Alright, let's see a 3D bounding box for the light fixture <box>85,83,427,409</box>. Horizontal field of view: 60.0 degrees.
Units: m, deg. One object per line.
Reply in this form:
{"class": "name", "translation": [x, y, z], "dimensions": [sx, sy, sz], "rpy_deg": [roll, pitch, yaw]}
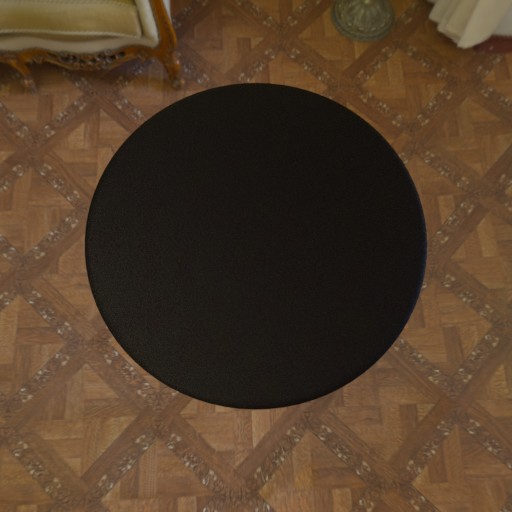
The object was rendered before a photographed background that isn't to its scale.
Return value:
{"class": "light fixture", "translation": [0.000, 0.000, 0.614], "dimensions": [0.389, 0.229, 0.389], "rpy_deg": [0, 74, 0]}
